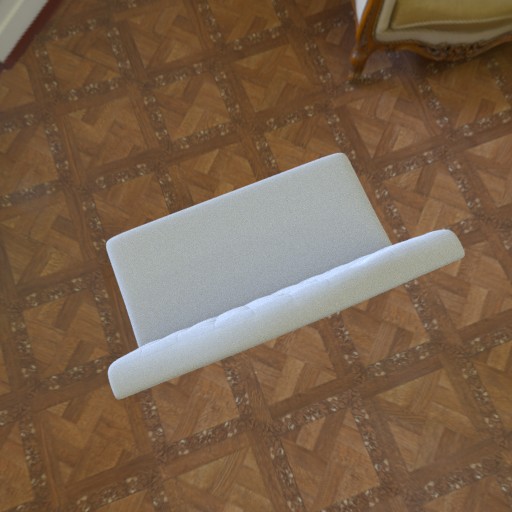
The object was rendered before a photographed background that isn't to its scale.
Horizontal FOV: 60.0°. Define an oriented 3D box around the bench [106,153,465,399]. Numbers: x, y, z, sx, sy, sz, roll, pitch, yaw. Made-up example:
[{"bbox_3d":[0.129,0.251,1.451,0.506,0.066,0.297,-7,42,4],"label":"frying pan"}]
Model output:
[{"bbox_3d":[0.000,0.000,2.047,1.335,1.180,0.815,-21,76,-5],"label":"bench"}]
